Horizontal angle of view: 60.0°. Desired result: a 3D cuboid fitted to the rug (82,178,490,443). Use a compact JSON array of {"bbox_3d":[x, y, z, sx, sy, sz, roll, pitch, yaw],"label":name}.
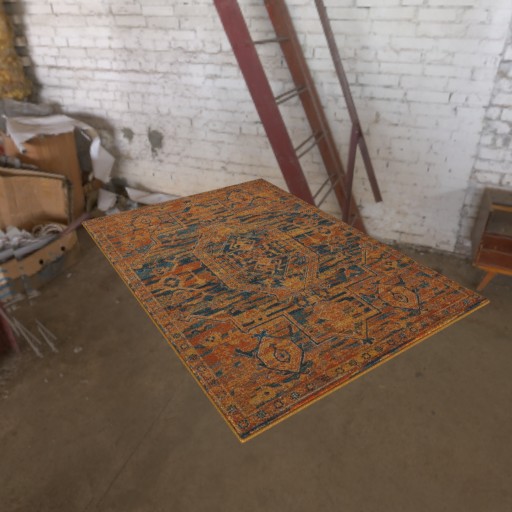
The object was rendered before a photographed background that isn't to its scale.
[{"bbox_3d":[0.000,0.000,2.814,1.588,0.024,2.204,-19,36,-28],"label":"rug"}]
